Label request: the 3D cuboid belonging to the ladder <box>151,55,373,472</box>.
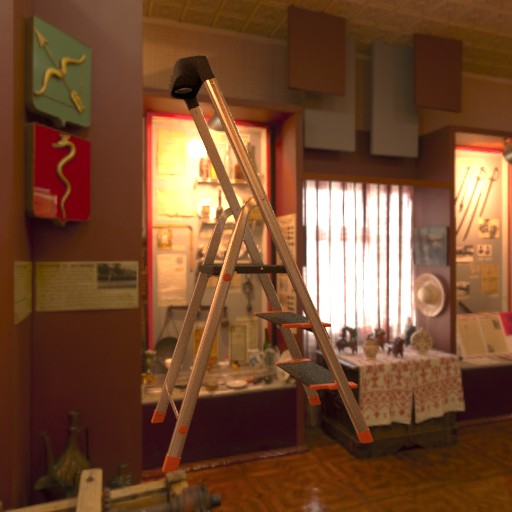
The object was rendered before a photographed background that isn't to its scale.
[{"bbox_3d":[0.000,0.000,1.557,0.686,1.229,0.416,0,0,-18],"label":"ladder"}]
